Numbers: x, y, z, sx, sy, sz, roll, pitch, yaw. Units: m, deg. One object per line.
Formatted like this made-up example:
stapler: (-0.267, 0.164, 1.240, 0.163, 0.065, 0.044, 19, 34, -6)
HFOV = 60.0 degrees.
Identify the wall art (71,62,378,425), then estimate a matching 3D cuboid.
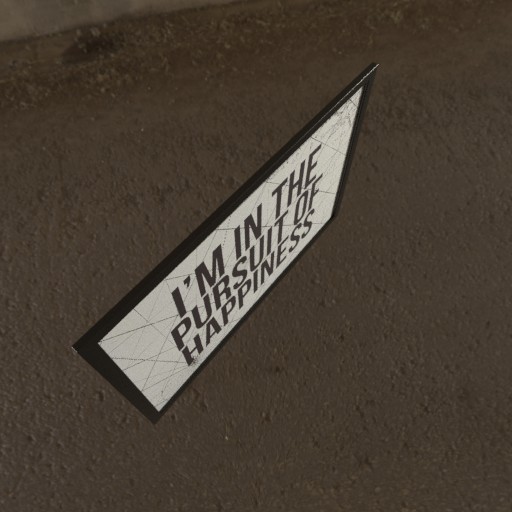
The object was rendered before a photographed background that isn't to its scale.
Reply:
wall art: (0.000, 0.000, 1.026, 0.015, 0.552, 0.819, 35, 65, 19)
